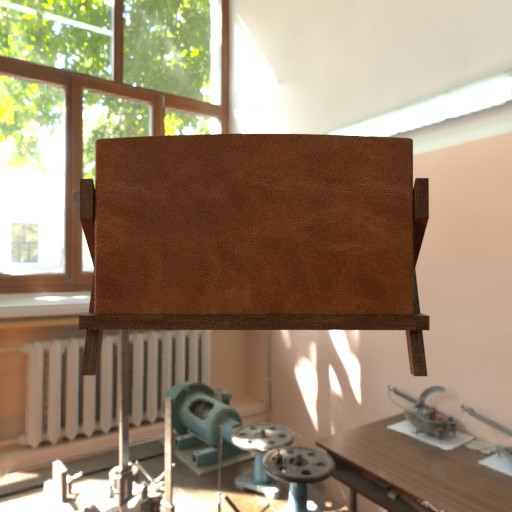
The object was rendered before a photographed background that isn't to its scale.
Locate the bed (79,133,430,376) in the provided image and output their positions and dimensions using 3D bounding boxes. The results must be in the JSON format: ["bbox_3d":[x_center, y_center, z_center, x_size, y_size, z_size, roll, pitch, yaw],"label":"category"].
[{"bbox_3d":[0.000,0.000,3.245,1.651,1.168,2.311,0,-1,1],"label":"bed"}]
